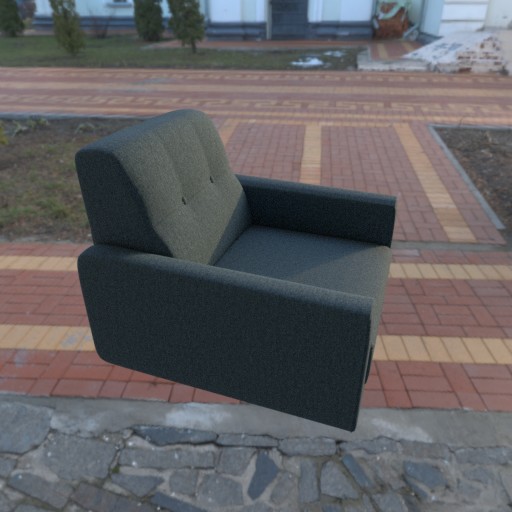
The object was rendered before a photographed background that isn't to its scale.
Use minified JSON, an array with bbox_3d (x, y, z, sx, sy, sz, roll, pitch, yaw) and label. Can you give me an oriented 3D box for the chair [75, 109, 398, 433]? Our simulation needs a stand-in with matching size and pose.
[{"bbox_3d":[0.000,0.000,1.674,0.964,0.940,0.880,10,31,17],"label":"chair"}]
